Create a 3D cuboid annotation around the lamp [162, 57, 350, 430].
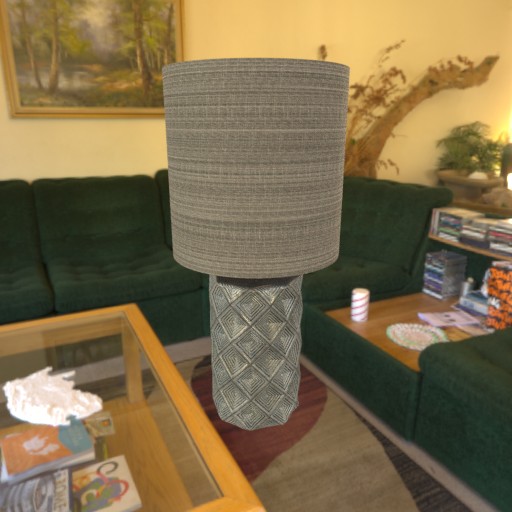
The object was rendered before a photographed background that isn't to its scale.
[{"bbox_3d":[0.000,0.000,0.728,0.268,0.566,0.269,-16,23,-42],"label":"lamp"}]
